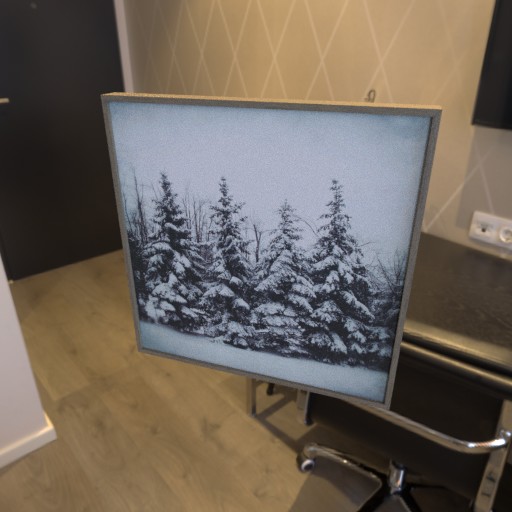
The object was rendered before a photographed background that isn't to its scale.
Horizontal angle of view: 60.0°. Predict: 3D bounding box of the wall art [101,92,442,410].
[{"bbox_3d":[0.000,0.000,0.757,0.507,0.507,0.037,8,27,17],"label":"wall art"}]
